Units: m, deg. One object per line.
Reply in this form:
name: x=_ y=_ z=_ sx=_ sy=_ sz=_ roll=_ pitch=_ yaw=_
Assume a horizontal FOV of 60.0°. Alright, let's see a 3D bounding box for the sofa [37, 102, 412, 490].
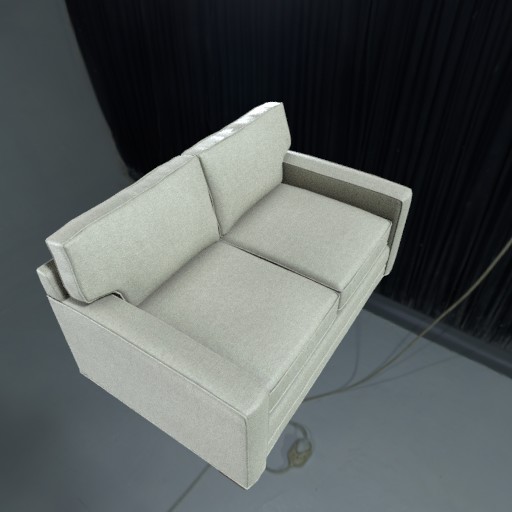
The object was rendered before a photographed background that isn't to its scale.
sofa: x=0.000 y=0.000 z=2.024 sx=0.940 sy=0.853 sz=1.484 roll=24 pitch=46 yaw=25
